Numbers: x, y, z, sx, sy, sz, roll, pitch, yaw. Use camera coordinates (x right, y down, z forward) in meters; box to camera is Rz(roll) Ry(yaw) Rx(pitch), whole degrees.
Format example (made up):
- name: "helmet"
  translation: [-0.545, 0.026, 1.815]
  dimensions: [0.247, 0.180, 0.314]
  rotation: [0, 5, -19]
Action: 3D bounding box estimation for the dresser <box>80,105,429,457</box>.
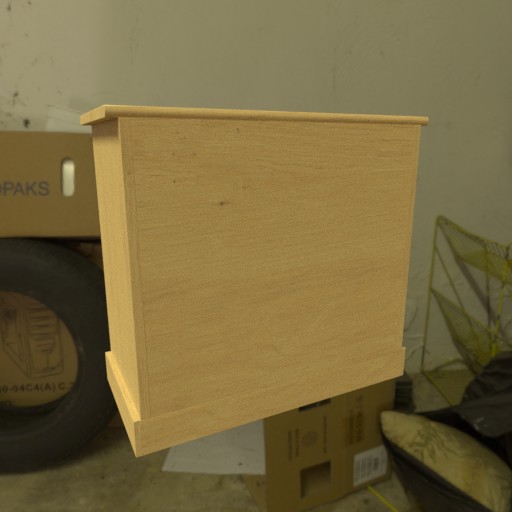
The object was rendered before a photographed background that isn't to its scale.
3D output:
- name: "dresser"
  translation: [0.000, 0.000, 1.390]
  dimensions: [0.915, 0.835, 0.440]
  rotation: [-7, 16, -26]
